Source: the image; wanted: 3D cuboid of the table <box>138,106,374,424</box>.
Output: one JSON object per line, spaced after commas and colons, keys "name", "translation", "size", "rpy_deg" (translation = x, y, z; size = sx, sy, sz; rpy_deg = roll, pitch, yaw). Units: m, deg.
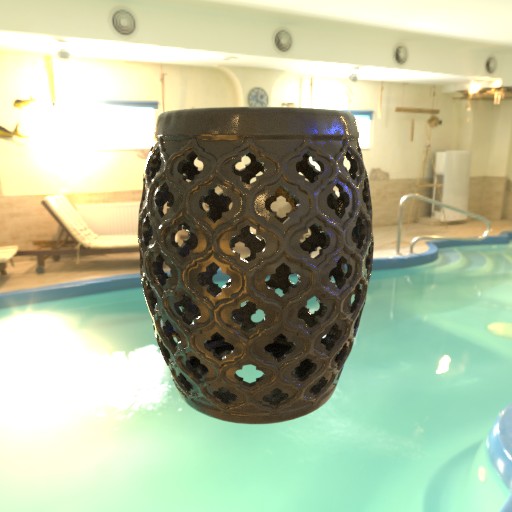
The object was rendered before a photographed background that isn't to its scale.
{"name": "table", "translation": [0.000, 0.000, 0.637], "size": [0.325, 0.388, 0.325], "rpy_deg": [0, 14, 0]}
